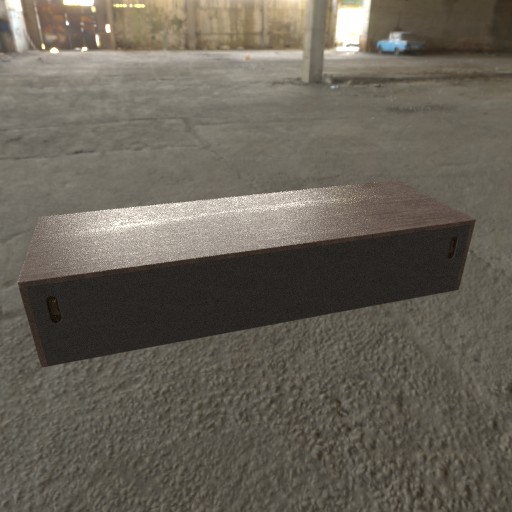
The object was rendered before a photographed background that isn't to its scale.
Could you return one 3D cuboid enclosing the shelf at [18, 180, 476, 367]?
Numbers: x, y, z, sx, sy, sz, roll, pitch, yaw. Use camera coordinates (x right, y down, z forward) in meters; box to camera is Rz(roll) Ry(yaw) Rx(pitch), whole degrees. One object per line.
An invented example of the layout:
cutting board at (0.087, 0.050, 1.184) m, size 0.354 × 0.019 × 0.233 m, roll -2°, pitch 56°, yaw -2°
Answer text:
shelf at (0.000, 0.000, 0.680) m, size 0.610 × 0.125 × 0.200 m, roll -8°, pitch 28°, yaw -15°
